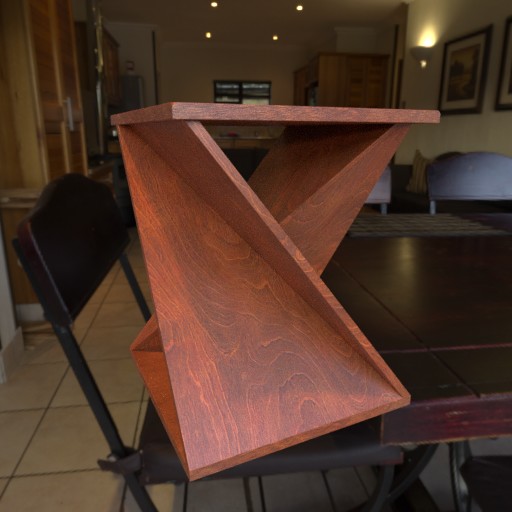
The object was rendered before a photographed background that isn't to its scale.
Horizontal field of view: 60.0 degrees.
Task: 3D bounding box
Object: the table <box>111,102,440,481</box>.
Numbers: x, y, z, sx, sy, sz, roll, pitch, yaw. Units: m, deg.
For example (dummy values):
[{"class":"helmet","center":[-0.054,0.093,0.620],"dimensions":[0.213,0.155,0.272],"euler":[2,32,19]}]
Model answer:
[{"class":"table","center":[0.000,0.000,0.848],"dimensions":[0.427,0.520,0.427],"euler":[-8,17,-26]}]
